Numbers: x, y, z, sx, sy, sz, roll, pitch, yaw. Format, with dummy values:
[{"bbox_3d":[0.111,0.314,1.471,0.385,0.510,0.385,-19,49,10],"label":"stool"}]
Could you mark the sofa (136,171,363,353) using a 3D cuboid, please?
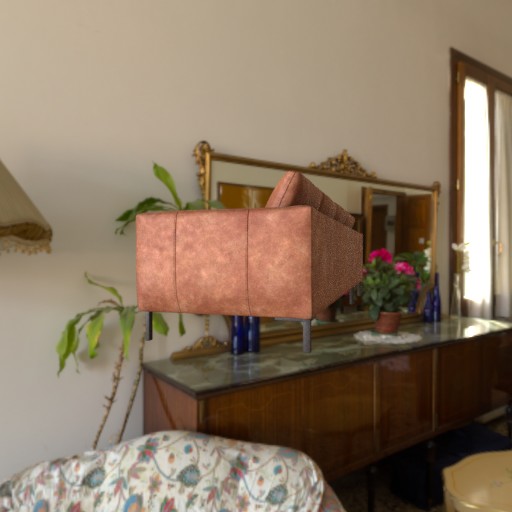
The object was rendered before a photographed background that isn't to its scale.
[{"bbox_3d":[0.000,0.000,3.568,1.471,0.859,2.993,0,0,18],"label":"sofa"}]
